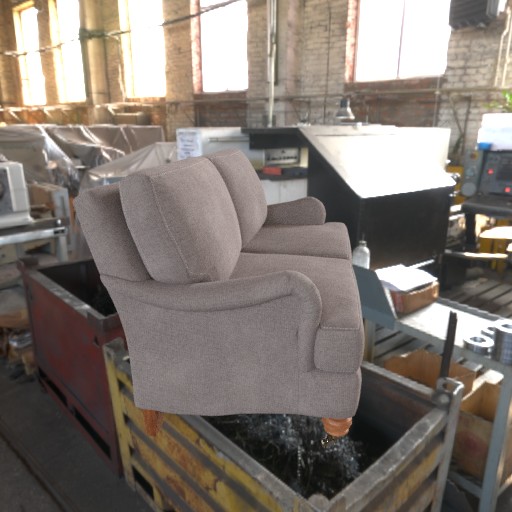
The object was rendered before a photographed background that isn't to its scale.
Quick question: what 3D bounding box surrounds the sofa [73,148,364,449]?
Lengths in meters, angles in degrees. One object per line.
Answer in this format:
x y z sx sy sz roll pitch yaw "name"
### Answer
0.000 0.000 2.479 1.084 1.101 1.853 3 17 9 "sofa"
